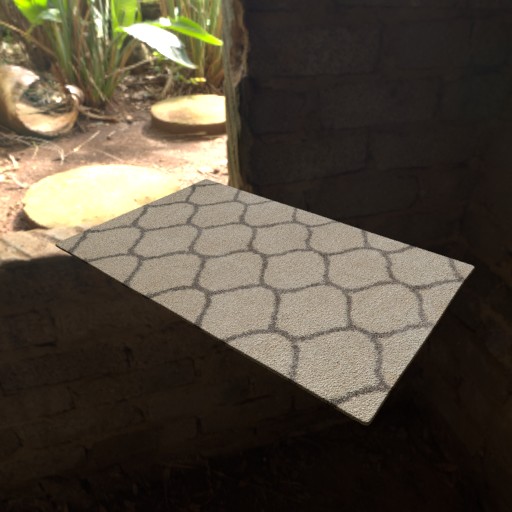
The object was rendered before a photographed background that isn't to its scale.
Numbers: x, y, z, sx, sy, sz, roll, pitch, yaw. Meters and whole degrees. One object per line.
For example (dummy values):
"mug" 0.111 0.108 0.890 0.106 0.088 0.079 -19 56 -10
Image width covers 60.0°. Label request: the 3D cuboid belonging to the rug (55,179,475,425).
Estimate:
"rug" 0.000 0.000 2.919 2.348 0.024 1.501 23 38 32
